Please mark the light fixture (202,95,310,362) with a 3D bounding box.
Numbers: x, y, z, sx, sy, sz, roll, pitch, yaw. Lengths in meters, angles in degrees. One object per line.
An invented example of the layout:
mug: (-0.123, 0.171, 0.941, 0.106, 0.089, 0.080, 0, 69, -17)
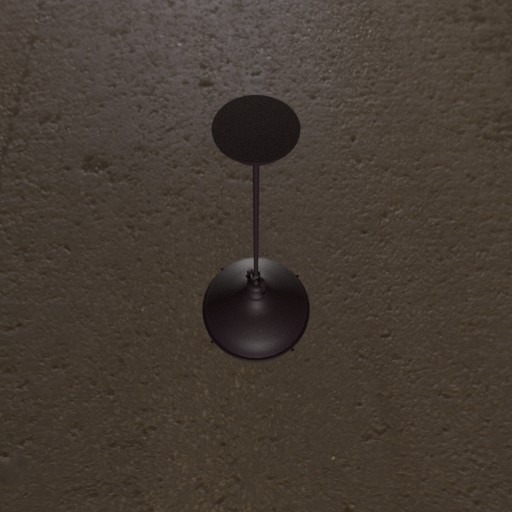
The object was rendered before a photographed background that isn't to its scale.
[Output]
light fixture: (0.000, 0.000, 1.028, 0.341, 0.849, 0.341, -36, 69, -16)
